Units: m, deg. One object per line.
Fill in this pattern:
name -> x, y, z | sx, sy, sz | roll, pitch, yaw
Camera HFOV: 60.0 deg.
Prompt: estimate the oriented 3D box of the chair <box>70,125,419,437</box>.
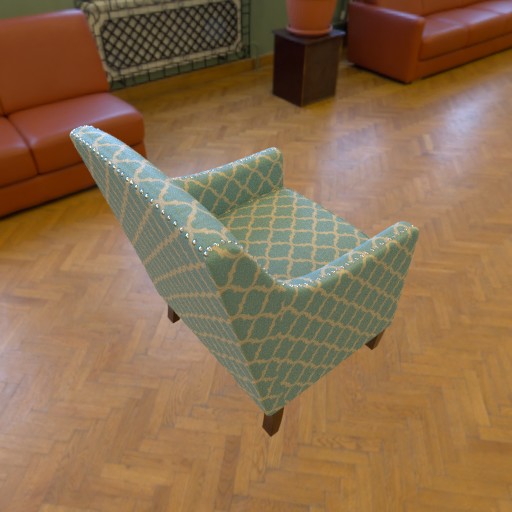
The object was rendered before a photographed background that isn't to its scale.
chair -> 0.000, 0.000, 1.313 | 0.686, 0.817, 0.617 | -28, 48, -28
